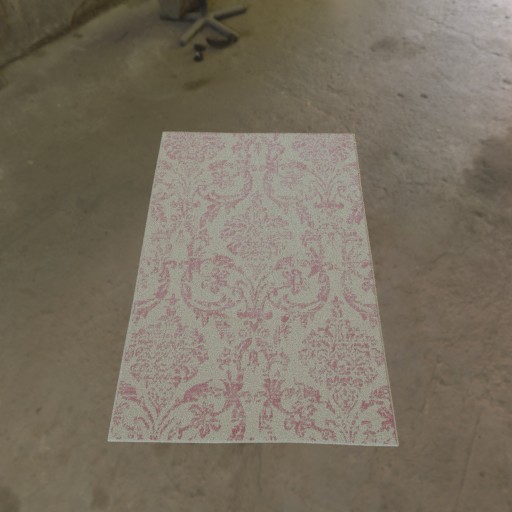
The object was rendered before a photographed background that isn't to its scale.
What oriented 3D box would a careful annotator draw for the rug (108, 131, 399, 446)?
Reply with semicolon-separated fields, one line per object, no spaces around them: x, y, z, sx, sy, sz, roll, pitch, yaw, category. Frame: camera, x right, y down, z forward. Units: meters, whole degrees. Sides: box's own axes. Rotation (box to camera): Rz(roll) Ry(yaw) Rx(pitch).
0.000;0.000;2.331;1.219;0.012;1.839;1;58;0;rug
